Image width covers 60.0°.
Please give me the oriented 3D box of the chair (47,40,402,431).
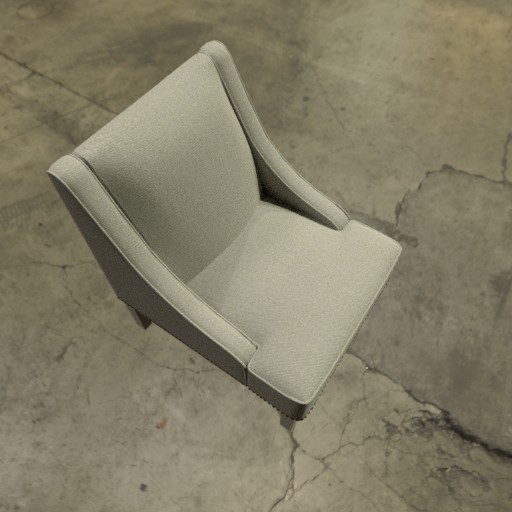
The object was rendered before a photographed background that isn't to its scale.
[{"bbox_3d":[0.000,0.000,1.377,0.748,0.872,0.628,30,62,18],"label":"chair"}]
